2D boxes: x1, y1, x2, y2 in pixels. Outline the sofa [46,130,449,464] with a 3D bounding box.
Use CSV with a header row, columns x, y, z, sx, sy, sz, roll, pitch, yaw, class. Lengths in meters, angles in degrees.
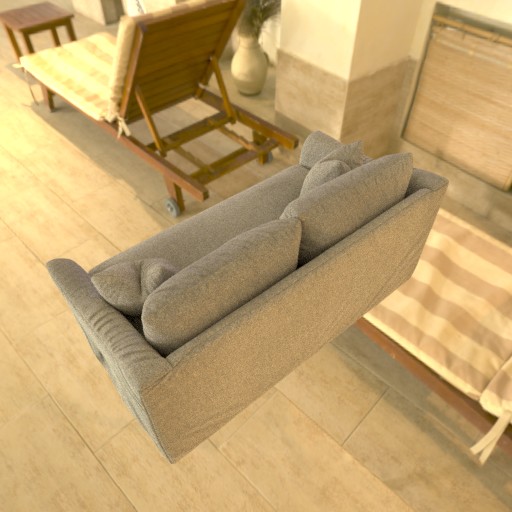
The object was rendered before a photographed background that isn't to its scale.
x,y,z,sx,sy,sz,roll,pitch,yaw,class
0.000,0.000,2.587,2.010,1.018,1.072,-31,54,-26,sofa
